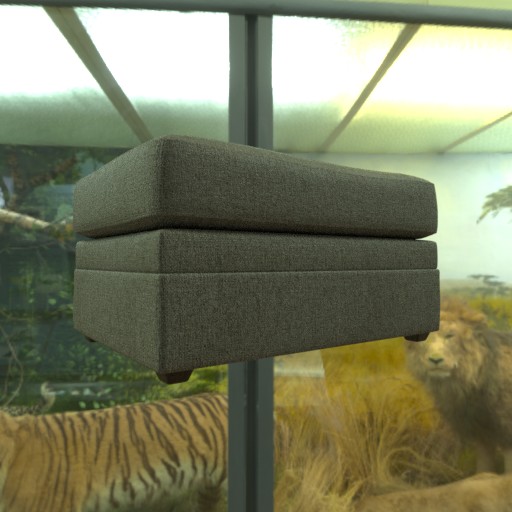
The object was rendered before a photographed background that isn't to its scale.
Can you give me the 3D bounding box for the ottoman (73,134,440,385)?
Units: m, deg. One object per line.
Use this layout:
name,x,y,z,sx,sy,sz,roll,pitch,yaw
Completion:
ottoman,0.000,0.000,1.252,0.885,0.478,0.637,0,-1,-35
